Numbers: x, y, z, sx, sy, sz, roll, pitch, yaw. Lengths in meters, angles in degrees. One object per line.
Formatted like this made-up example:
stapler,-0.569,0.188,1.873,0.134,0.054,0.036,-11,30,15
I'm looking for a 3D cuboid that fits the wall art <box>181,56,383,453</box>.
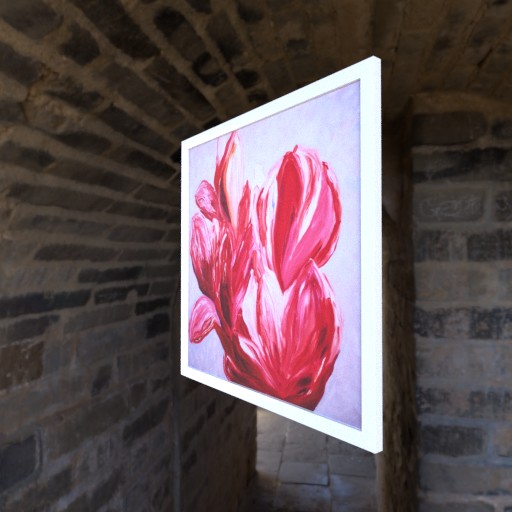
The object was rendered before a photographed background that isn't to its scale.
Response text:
wall art,0.000,0.000,1.003,0.020,0.661,0.664,1,-1,-38
